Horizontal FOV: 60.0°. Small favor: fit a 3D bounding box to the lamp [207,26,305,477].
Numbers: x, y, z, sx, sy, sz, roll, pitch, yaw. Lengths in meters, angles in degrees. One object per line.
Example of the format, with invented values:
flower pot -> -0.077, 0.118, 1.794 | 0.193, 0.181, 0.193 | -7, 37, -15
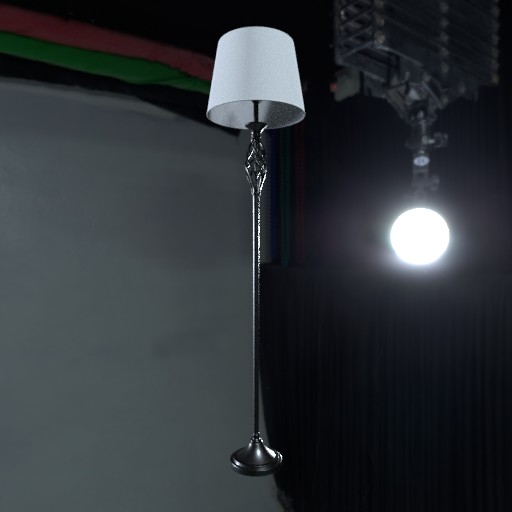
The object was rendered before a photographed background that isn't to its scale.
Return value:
lamp -> 0.000, 0.000, 1.721 | 0.379, 1.623, 0.379 | 0, 1, 0
